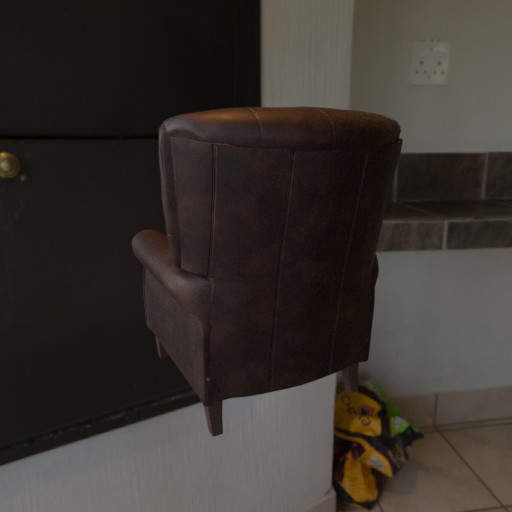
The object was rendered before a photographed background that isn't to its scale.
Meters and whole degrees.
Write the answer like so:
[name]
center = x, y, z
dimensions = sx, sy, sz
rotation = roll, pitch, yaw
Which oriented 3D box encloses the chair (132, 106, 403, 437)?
[chair]
center = 0.000, 0.000, 1.895
dimensions = 0.948, 1.158, 1.058
rotation = -7, 16, -27
